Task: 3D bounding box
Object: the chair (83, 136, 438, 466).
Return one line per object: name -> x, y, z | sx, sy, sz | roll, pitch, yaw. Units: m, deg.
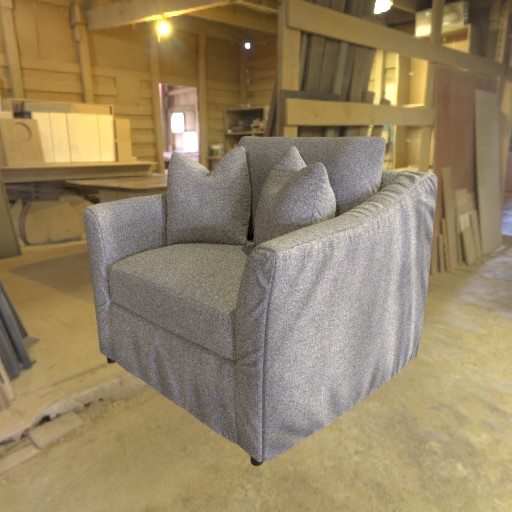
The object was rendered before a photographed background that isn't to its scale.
chair -> 0.000, 0.000, 2.012 | 1.194, 1.059, 1.071 | 14, 20, 43
